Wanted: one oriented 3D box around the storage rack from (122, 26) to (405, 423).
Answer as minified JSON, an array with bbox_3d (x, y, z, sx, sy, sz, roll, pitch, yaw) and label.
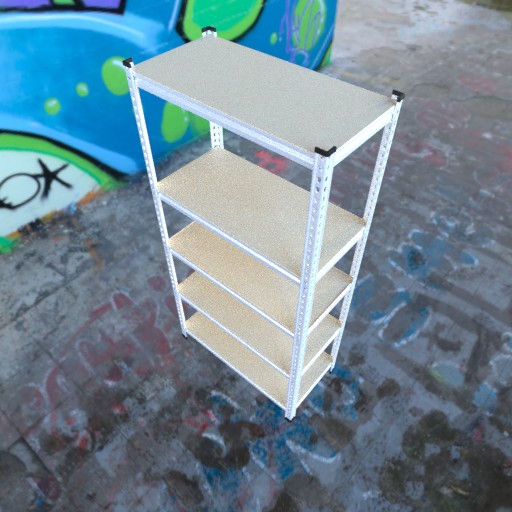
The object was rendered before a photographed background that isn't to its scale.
[{"bbox_3d":[0.000,0.000,2.210,0.914,1.829,0.457,32,55,26],"label":"storage rack"}]
